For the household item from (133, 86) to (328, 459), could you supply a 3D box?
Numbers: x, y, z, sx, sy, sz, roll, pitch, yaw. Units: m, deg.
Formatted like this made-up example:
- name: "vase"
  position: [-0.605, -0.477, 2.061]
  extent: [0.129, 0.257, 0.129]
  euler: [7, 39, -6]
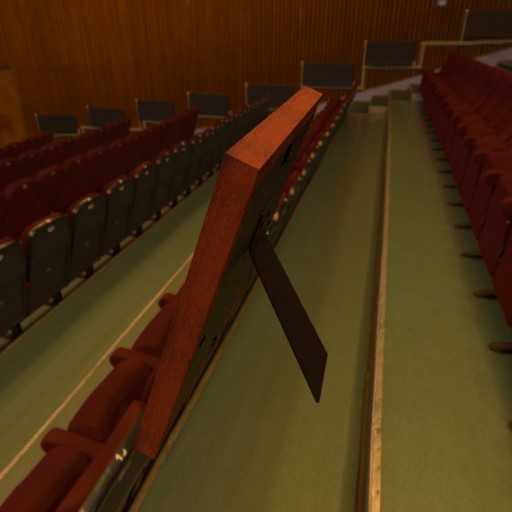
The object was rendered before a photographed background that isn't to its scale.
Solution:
- name: "household item"
  position: [0.000, 0.000, 0.372]
  extent: [0.131, 0.240, 0.240]
  euler: [7, 29, 13]
